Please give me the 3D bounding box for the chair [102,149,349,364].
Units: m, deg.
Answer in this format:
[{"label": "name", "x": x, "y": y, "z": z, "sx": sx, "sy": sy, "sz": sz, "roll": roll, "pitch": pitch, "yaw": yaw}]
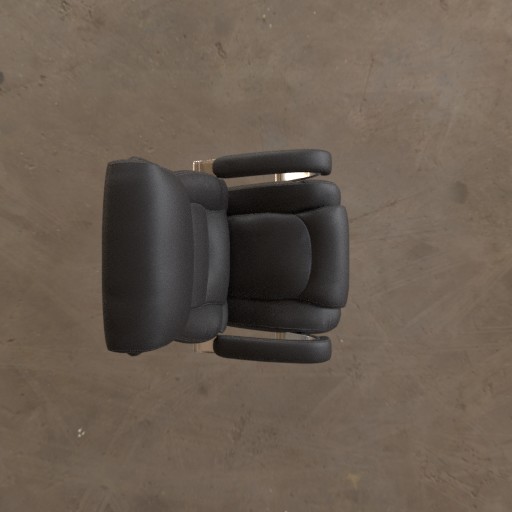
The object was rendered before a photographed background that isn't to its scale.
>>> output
[{"label": "chair", "x": 0.000, "y": 0.000, "z": 1.674, "sx": 0.790, "sy": 1.183, "sz": 0.755, "roll": 0, "pitch": 90, "yaw": -1}]
